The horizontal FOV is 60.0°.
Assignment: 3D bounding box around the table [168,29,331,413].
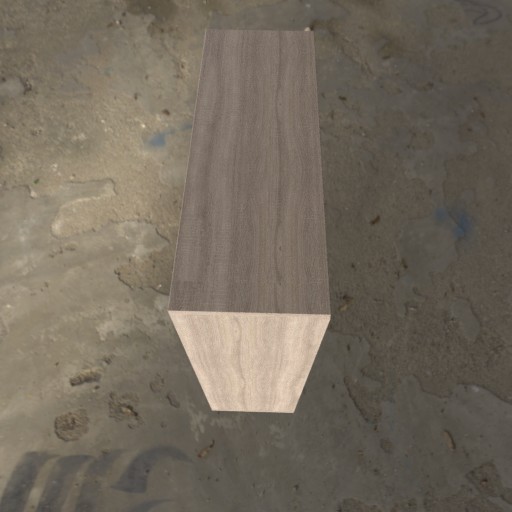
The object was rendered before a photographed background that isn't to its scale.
[{"bbox_3d":[0.000,0.000,1.948,0.398,1.388,1.111,1,60,1],"label":"table"}]
